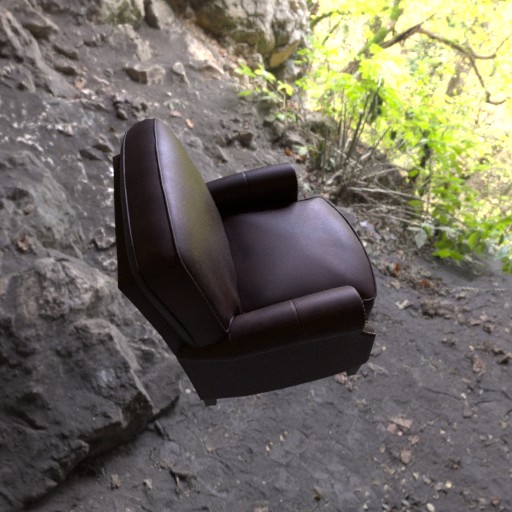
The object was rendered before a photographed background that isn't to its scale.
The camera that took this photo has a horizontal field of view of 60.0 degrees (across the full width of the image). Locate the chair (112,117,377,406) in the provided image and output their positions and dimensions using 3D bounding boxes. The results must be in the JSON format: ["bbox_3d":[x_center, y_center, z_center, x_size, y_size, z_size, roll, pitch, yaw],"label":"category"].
[{"bbox_3d":[0.000,0.000,1.825,0.986,1.018,0.936,-10,48,-9],"label":"chair"}]
